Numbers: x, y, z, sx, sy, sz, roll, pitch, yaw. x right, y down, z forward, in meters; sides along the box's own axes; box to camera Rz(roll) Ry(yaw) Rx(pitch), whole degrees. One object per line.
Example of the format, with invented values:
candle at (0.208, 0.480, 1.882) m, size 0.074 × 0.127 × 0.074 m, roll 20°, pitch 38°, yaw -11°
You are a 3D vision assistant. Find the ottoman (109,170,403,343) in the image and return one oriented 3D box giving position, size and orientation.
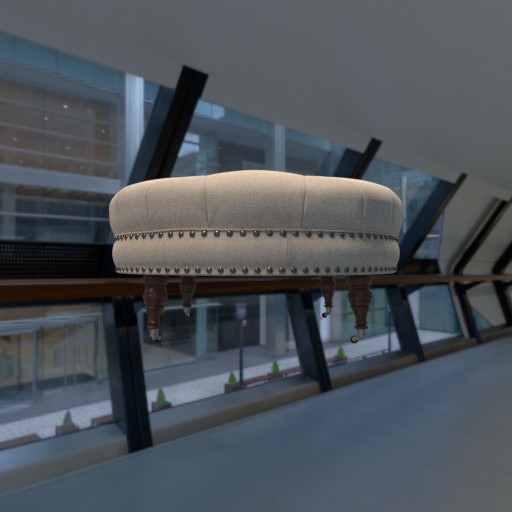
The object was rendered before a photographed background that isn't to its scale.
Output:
ottoman at (0.000, 0.000, 1.491) m, size 0.940 × 0.483 × 0.940 m, roll 0°, pitch -1°, yaw 0°
